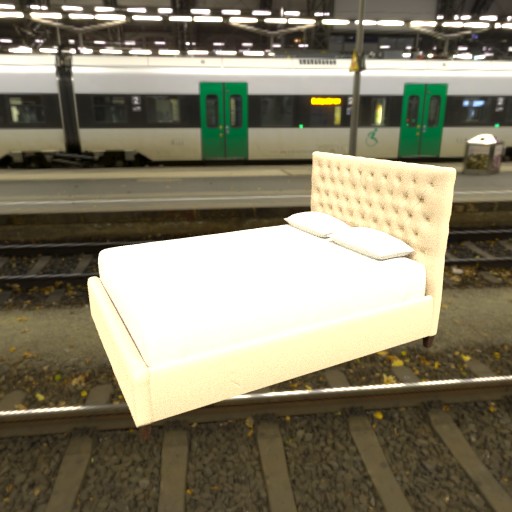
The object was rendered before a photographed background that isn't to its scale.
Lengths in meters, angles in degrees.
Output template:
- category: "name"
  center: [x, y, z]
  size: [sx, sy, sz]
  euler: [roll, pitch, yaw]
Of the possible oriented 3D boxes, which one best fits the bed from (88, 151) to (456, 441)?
- category: "bed"
  center: [0.000, 0.000, 3.523]
  size: [2.387, 1.427, 1.698]
  euler: [-9, 20, -26]
